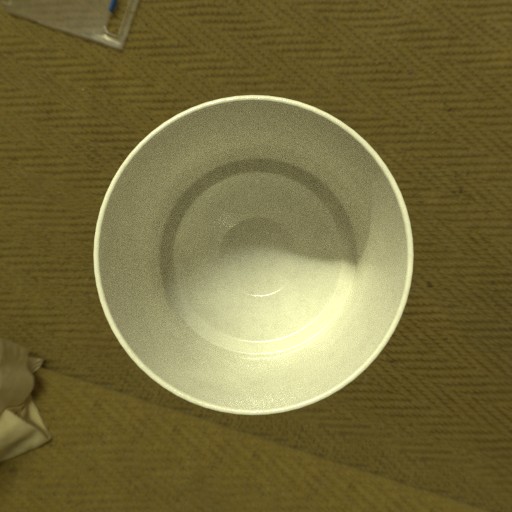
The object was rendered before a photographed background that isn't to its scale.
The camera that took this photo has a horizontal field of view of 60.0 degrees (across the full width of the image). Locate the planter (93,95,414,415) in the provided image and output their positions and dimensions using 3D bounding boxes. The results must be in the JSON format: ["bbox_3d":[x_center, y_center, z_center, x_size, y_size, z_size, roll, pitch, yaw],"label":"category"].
[{"bbox_3d":[0.000,0.000,0.352,0.190,0.181,0.190,0,90,1],"label":"planter"}]
